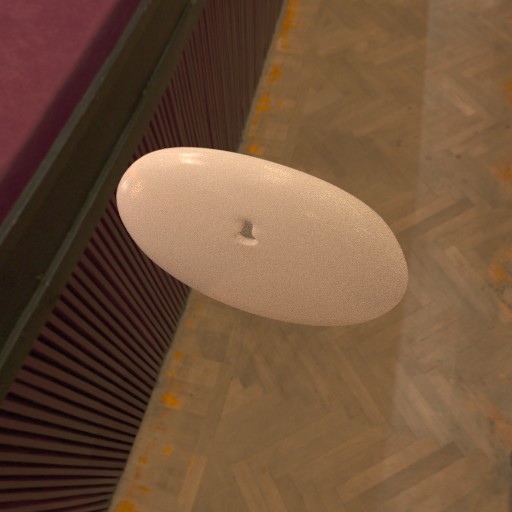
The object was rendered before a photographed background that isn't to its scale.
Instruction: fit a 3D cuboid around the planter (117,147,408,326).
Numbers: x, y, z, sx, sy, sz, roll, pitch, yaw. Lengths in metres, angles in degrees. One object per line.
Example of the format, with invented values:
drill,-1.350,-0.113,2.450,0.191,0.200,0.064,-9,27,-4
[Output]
planter,0.000,0.000,0.282,0.185,0.188,0.043,16,65,8
